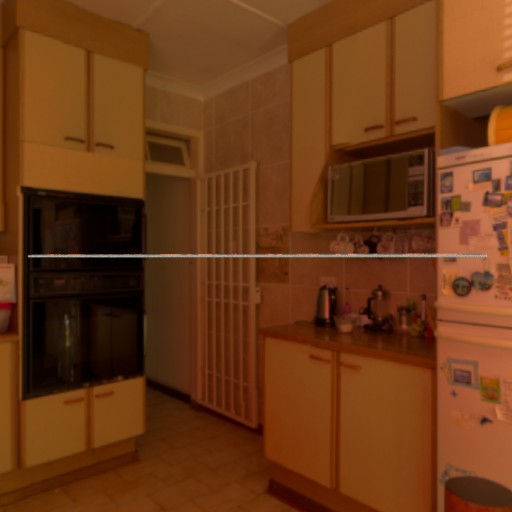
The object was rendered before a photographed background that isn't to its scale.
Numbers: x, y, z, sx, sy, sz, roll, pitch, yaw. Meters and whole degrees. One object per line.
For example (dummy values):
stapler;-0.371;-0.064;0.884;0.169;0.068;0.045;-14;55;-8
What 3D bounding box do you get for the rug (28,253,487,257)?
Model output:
rug;0.000;0.000;1.410;1.219;0.007;0.604;0;0;17
